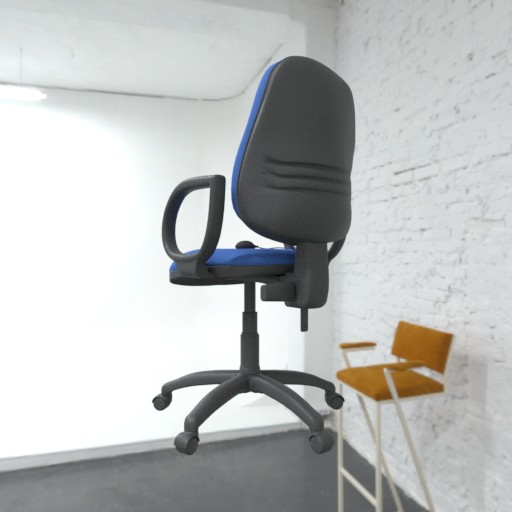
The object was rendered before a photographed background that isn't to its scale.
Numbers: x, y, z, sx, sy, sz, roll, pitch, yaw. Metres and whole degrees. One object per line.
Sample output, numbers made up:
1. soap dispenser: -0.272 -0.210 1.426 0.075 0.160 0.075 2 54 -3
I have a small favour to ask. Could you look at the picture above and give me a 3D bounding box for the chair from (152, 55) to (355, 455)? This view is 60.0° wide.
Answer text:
1. chair: 0.000 0.000 1.219 0.552 0.905 0.549 0 0 -38
